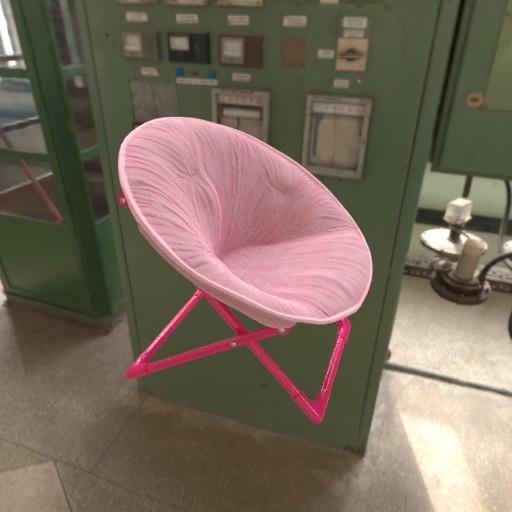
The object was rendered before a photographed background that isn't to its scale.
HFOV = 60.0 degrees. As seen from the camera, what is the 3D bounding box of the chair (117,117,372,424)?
[{"bbox_3d":[0.000,0.000,0.896,0.459,0.494,0.522,11,32,18],"label":"chair"}]
